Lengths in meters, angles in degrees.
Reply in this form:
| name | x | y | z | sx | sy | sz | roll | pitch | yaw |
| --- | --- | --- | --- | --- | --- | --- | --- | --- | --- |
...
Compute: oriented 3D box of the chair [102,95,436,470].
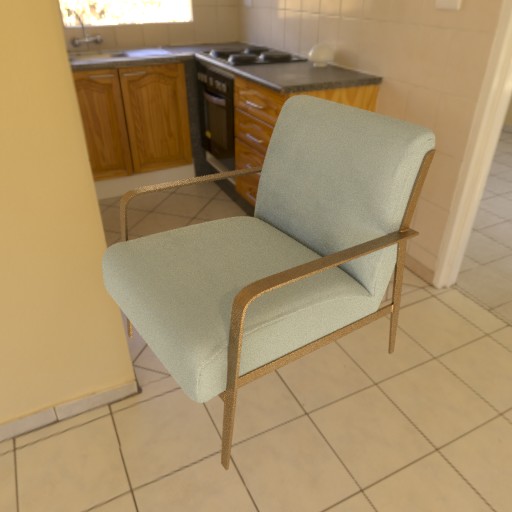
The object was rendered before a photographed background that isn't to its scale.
| name | x | y | z | sx | sy | sz | roll | pitch | yaw |
| --- | --- | --- | --- | --- | --- | --- | --- | --- | --- |
| chair | 0.000 | 0.000 | 1.440 | 0.842 | 0.824 | 0.701 | -22 | 38 | -30 |
